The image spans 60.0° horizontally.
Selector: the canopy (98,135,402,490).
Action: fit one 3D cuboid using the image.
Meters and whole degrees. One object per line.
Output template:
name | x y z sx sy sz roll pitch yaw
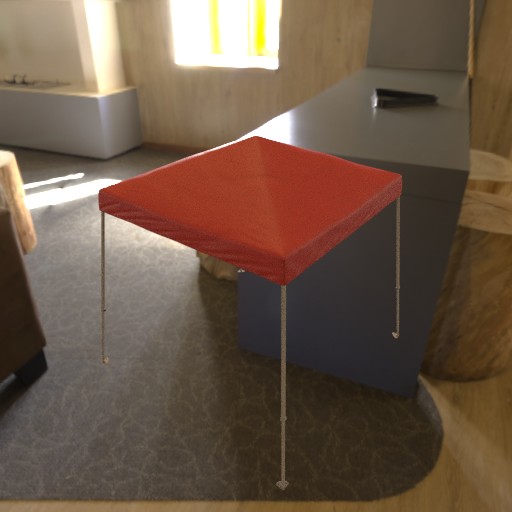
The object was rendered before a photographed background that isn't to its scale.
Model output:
canopy | 0.000 0.000 6.622 3.600 3.600 3.599 21 36 32
